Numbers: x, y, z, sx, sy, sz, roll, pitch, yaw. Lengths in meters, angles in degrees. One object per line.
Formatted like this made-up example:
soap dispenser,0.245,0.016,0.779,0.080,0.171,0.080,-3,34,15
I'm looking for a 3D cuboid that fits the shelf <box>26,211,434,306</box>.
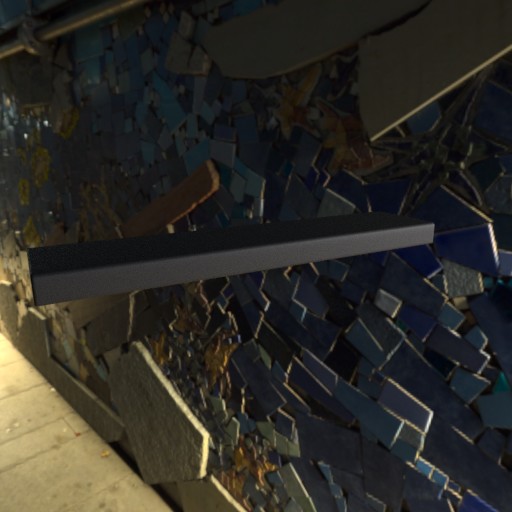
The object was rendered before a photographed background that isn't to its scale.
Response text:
shelf,0.000,0.000,0.501,0.456,0.053,0.102,-8,17,-27
